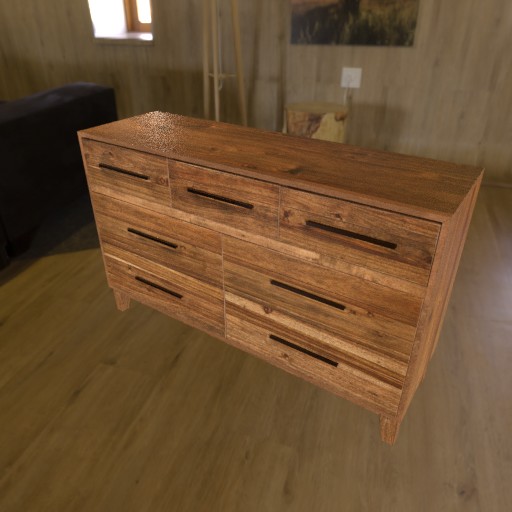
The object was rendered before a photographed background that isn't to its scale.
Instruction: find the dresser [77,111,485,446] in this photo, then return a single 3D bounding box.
[{"bbox_3d":[0.000,0.000,1.764,1.400,0.873,0.446,19,35,29],"label":"dresser"}]
